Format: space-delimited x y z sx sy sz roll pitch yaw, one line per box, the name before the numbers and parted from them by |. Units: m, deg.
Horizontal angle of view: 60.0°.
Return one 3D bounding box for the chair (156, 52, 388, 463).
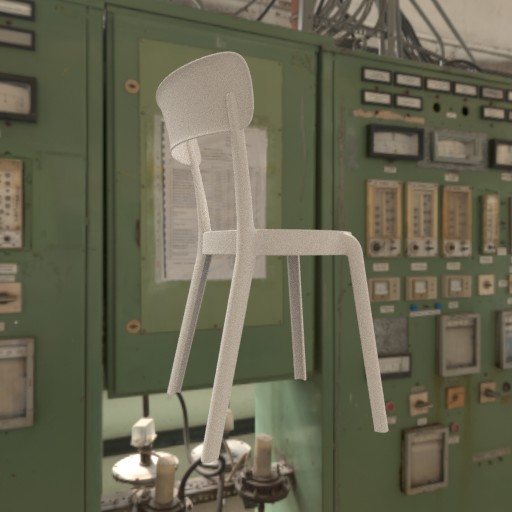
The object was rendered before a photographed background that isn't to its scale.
chair | 0.000 0.000 1.125 0.491 0.790 0.506 0 1 -20
